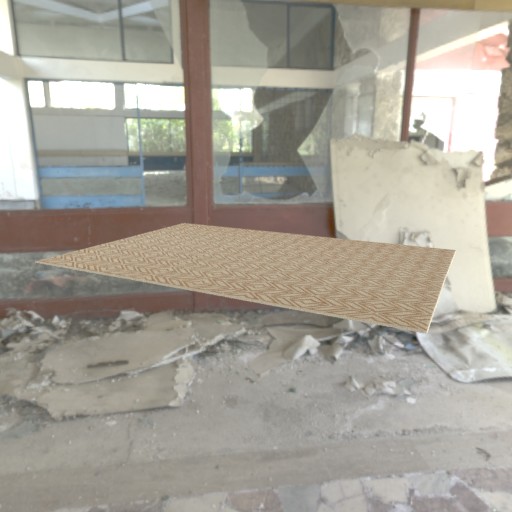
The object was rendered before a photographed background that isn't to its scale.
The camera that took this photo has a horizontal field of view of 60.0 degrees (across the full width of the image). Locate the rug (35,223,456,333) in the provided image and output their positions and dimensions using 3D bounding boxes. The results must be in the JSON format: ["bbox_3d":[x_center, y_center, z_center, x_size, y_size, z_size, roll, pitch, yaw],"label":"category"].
[{"bbox_3d":[0.000,0.000,2.303,1.828,0.007,1.220,7,16,27],"label":"rug"}]
